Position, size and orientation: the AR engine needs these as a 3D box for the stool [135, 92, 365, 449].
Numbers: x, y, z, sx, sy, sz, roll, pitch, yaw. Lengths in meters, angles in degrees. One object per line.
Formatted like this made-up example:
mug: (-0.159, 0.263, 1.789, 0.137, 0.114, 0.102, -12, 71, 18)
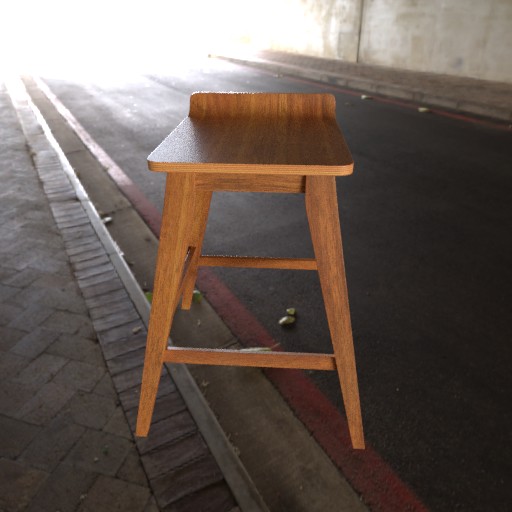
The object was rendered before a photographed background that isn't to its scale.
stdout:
stool: (0.000, 0.000, 1.024, 0.500, 0.650, 0.500, 2, 29, 3)
